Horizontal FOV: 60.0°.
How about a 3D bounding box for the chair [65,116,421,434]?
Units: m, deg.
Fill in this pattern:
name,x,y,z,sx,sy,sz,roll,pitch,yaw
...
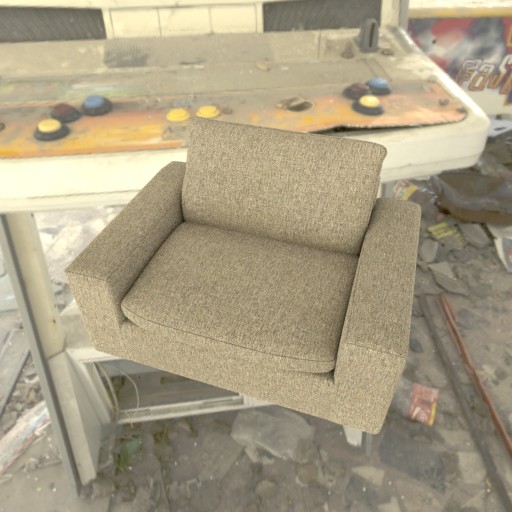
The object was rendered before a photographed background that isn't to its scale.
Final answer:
name,x,y,z,sx,sy,sz,roll,pitch,yaw
chair,0.000,0.000,2.067,1.398,0.915,1.039,12,42,14
